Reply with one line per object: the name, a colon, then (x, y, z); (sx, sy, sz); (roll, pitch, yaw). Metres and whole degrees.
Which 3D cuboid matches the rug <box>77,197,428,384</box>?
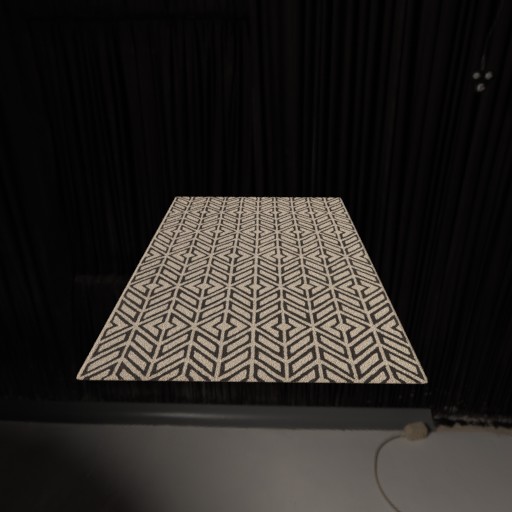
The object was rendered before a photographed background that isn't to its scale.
rug: (0.000, 0.000, 2.996); (1.523, 0.008, 2.438); (0, 26, 1)
